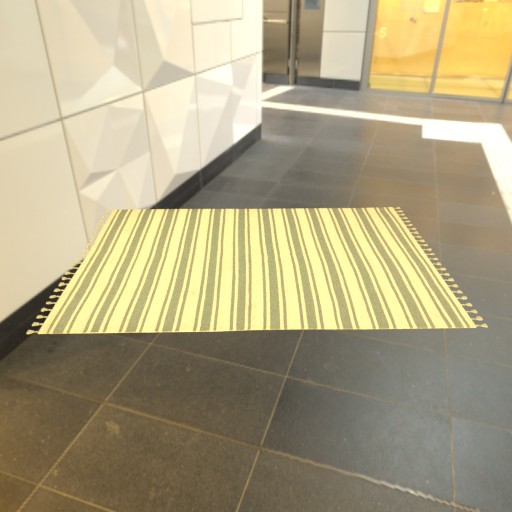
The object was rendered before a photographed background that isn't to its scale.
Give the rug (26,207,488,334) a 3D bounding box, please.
[{"bbox_3d":[0.000,0.000,2.961,2.410,0.011,1.539,-1,30,-1],"label":"rug"}]
